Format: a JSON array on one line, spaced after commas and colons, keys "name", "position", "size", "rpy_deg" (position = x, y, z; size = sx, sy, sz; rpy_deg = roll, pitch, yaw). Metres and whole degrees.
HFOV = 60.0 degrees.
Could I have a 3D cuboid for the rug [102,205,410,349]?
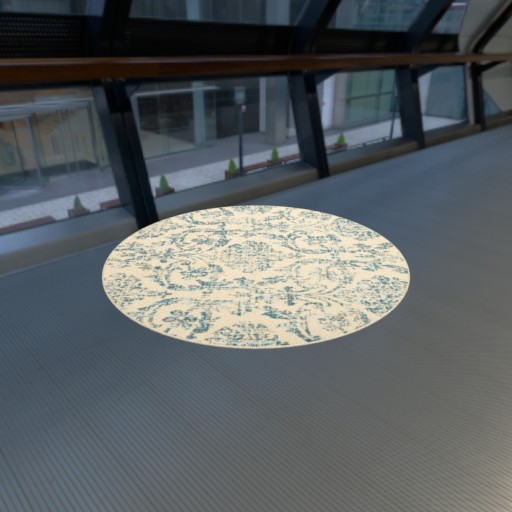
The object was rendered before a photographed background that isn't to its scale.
[{"name": "rug", "position": [0.000, 0.000, 2.400], "size": [1.593, 0.012, 1.593], "rpy_deg": [0, 26, 0]}]
